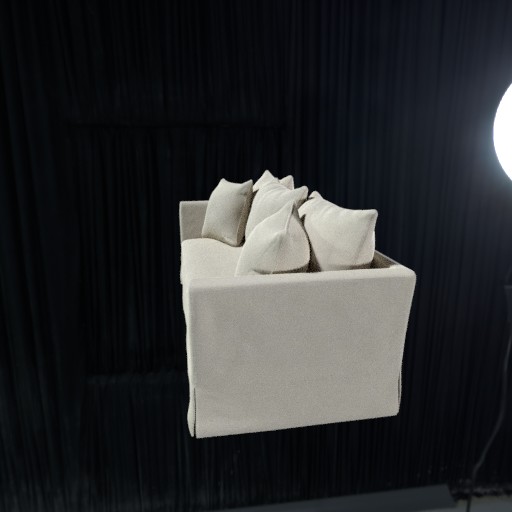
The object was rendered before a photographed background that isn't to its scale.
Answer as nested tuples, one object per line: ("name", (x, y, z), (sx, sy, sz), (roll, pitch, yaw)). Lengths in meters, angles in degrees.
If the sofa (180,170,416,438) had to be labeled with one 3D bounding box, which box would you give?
("sofa", (0.000, 0.000, 3.073), (1.046, 1.047, 2.499), (-3, 15, -10))
